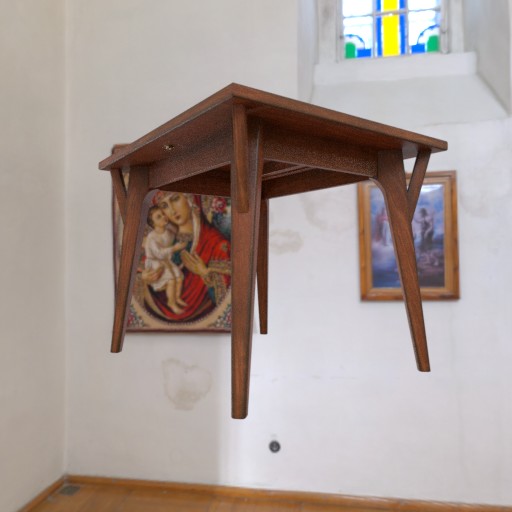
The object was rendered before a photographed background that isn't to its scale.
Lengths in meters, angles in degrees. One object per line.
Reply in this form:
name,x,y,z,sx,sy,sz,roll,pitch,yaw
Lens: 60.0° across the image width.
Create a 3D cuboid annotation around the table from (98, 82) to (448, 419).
table,0.000,0.000,1.610,0.838,0.761,0.991,0,0,-36
